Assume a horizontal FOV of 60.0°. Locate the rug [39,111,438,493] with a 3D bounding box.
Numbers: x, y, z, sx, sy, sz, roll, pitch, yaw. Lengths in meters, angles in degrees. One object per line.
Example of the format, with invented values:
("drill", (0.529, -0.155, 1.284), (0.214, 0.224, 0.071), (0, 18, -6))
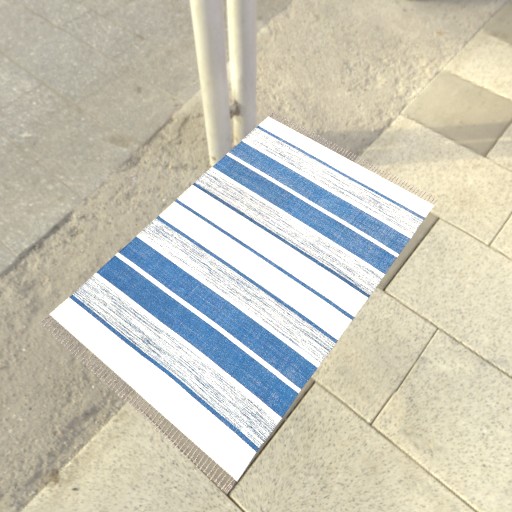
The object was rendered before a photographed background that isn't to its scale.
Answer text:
("rug", (0.000, 0.000, 3.017), (1.532, 0.010, 2.441), (34, 65, 19))
